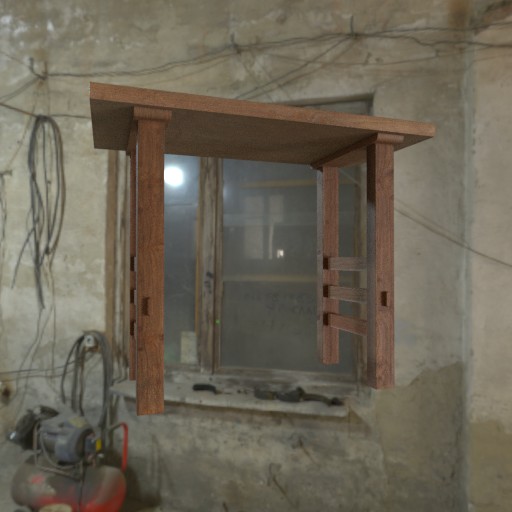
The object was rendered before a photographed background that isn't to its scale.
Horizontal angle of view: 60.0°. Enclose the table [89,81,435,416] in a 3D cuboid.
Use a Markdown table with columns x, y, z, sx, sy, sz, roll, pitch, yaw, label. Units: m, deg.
| x | y | z | sx | sy | sz | roll | pitch | yaw | label |
| --- | --- | --- | --- | --- | --- | --- | --- | --- | --- |
| 0.000 | 0.000 | 1.609 | 1.119 | 0.914 | 0.556 | 0 | -1 | -19 | table |
